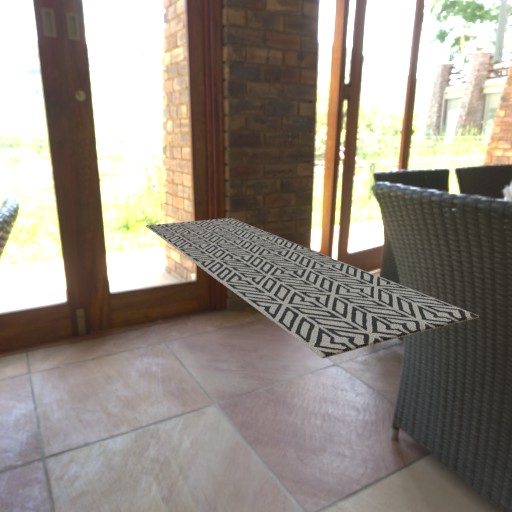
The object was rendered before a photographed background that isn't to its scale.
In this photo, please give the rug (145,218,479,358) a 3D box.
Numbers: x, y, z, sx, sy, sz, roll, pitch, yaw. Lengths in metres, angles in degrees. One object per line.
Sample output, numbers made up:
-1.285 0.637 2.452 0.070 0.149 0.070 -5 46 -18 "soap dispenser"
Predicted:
0.000 0.000 2.635 0.750 0.009 2.435 -8 17 -26 "rug"
